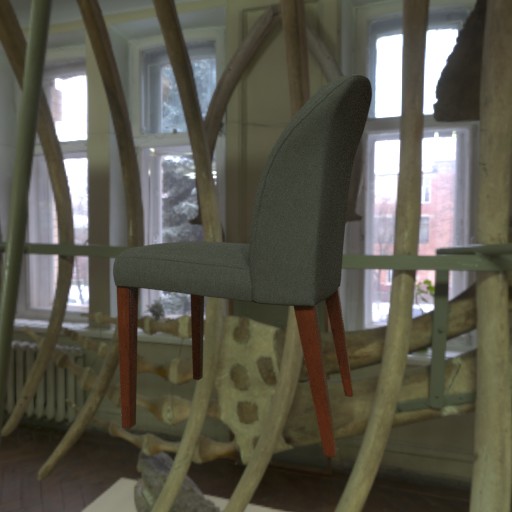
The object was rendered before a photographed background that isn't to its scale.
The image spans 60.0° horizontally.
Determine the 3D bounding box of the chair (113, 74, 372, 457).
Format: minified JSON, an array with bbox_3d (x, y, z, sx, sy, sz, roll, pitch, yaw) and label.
[{"bbox_3d":[0.000,0.000,1.239,0.619,0.879,0.506,1,2,18],"label":"chair"}]
